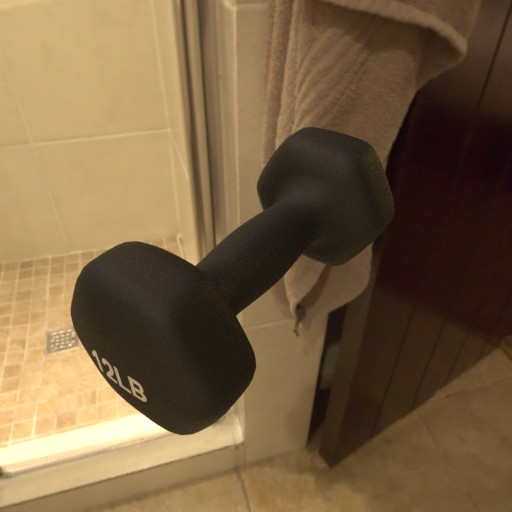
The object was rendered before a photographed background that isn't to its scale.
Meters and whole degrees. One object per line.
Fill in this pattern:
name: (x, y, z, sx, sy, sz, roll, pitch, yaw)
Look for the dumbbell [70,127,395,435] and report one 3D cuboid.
dumbbell: (0.000, 0.000, 0.292, 0.112, 0.101, 0.231, 25, 46, 28)
